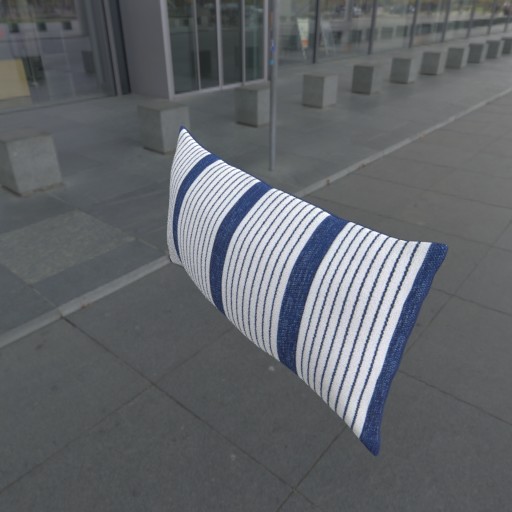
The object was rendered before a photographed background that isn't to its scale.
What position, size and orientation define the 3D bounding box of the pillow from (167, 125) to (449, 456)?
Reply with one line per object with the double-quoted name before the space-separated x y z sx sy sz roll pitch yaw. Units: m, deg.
"pillow" 0.000 0.000 0.720 0.156 0.292 0.608 -19 35 -30
